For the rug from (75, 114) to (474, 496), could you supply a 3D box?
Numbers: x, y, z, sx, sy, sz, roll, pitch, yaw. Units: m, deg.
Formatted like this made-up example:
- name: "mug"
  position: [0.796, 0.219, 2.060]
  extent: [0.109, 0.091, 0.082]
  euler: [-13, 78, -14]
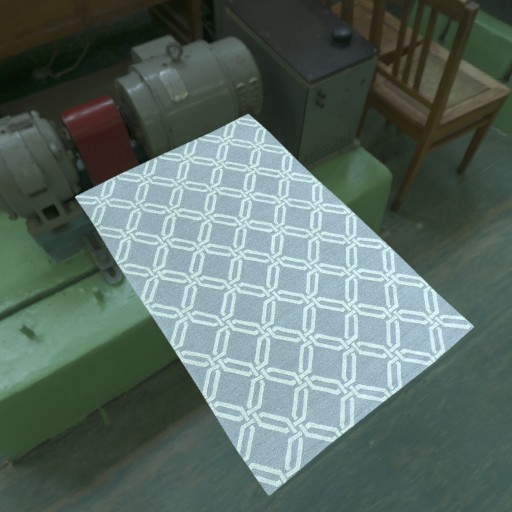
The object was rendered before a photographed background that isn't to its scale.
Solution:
- name: "rug"
  position: [0.000, 0.000, 2.169]
  extent: [1.148, 0.010, 1.754]
  euler: [-31, 63, -18]
